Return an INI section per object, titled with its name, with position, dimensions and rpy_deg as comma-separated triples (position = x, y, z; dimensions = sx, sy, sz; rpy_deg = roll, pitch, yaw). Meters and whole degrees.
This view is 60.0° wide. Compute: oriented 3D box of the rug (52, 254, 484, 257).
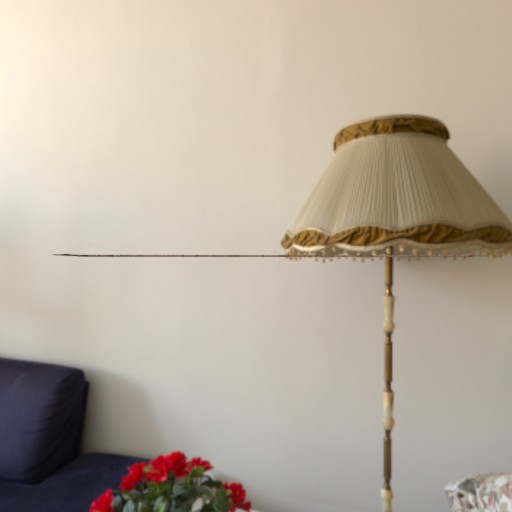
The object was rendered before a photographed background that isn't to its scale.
[rug]
position = 0.000, 0.000, 2.332
dimensions = 1.848, 0.012, 1.217
rpy_deg = 0, 0, -17
